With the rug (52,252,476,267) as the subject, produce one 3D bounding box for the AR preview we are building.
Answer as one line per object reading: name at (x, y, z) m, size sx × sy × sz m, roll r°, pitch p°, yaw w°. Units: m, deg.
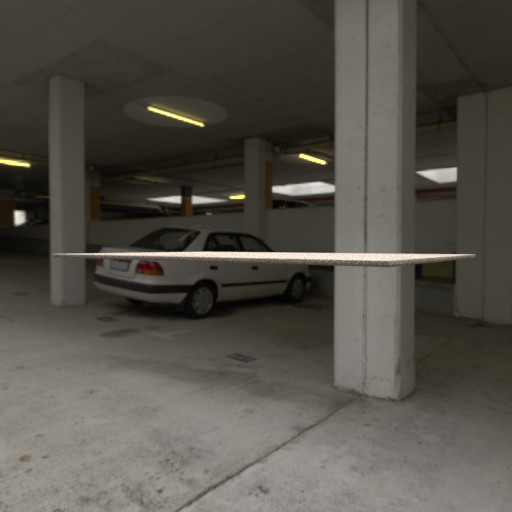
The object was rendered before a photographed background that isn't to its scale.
rug at (0.000, 0.000, 2.911) m, size 2.346 × 0.025 × 1.500 m, roll 1°, pitch 2°, yaw 37°
